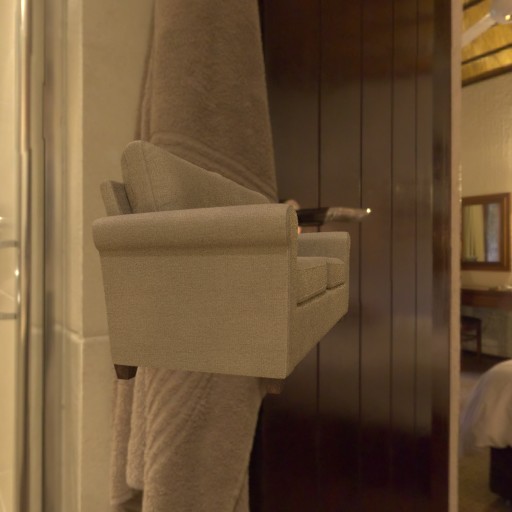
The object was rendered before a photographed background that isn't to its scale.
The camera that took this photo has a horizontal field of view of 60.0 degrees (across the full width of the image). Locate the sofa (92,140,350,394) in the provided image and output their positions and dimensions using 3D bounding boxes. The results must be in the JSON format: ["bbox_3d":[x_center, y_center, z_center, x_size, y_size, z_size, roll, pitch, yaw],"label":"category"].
[{"bbox_3d":[0.000,0.000,2.468,0.842,0.942,1.935,0,0,18],"label":"sofa"}]
